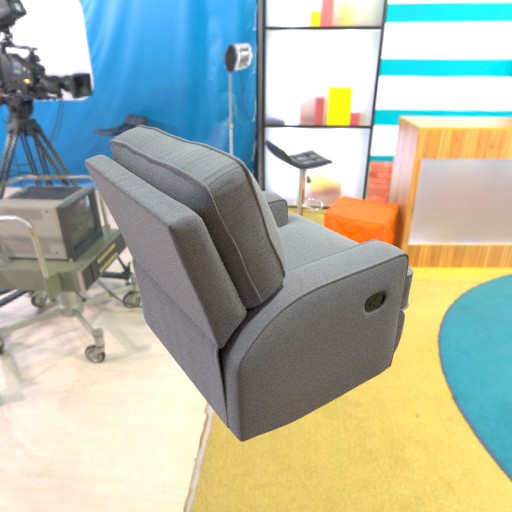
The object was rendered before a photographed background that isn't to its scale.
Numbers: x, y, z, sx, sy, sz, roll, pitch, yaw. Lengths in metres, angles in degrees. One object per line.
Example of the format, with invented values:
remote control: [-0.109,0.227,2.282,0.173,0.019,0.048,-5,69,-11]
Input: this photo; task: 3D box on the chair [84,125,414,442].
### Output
chair: [0.000,0.000,1.683,0.969,0.964,0.861,-16,30,-30]
